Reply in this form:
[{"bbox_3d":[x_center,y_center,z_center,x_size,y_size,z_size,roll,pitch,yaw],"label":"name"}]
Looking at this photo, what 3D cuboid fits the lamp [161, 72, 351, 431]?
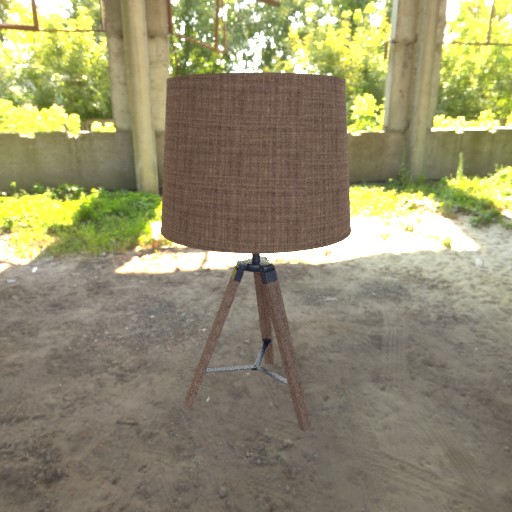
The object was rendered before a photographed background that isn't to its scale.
[{"bbox_3d":[0.000,0.000,0.699,0.290,0.514,0.290,0,17,0],"label":"lamp"}]
